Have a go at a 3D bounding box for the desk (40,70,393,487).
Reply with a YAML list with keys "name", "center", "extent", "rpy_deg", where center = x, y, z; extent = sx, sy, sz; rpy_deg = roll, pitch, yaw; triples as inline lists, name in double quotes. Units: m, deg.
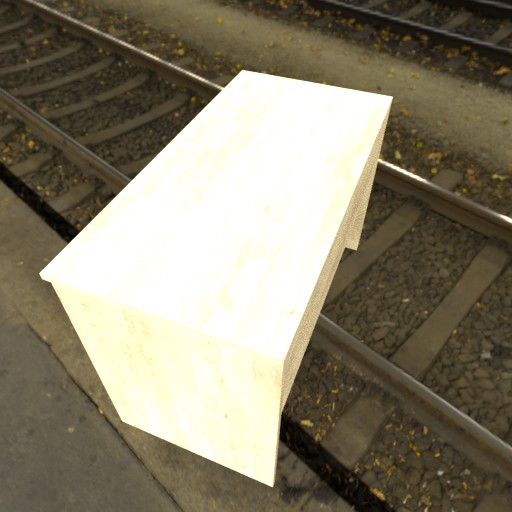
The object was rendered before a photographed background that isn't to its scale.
- name: "desk"
  center: [0.000, 0.000, 1.498]
  extent: [0.560, 0.730, 1.100]
  rpy_deg: [16, 48, 15]
